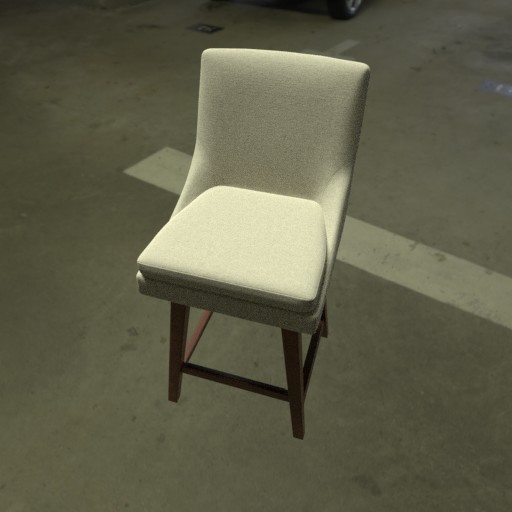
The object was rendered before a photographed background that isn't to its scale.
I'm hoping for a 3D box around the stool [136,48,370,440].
[{"bbox_3d":[0.000,0.000,1.303,0.469,0.991,0.559,12,43,13],"label":"stool"}]
